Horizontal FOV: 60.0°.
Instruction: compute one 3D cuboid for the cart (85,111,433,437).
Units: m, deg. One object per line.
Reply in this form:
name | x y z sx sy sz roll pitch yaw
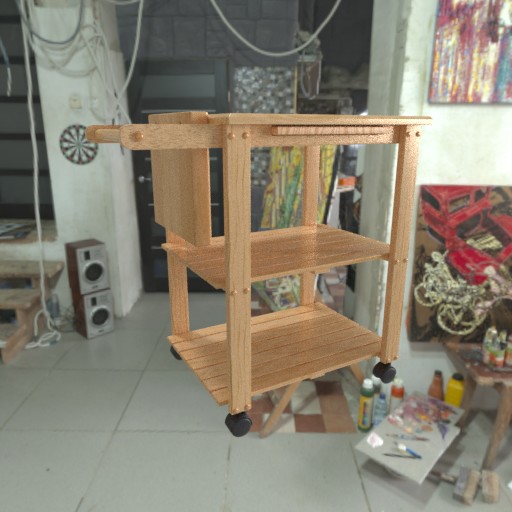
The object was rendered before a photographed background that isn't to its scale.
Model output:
cart | 0.000 0.000 1.341 0.843 0.816 0.520 -9 18 -28
